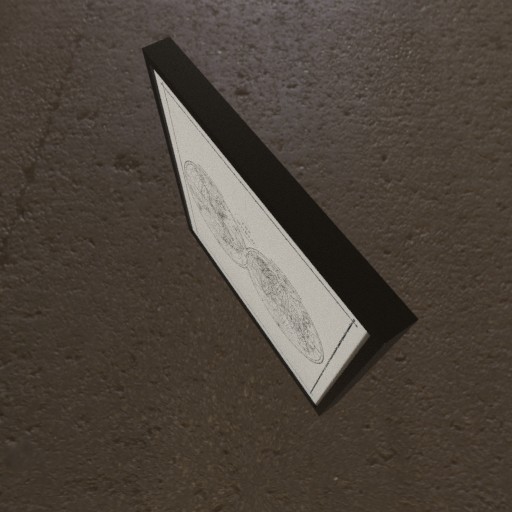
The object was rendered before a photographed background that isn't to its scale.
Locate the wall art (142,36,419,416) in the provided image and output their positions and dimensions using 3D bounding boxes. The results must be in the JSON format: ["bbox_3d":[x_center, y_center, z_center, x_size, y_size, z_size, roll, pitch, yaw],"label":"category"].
[{"bbox_3d":[0.000,0.000,0.480,0.029,0.318,0.327,-31,67,-15],"label":"wall art"}]
